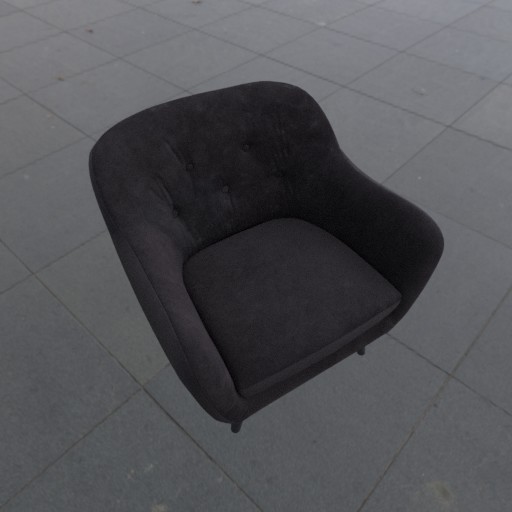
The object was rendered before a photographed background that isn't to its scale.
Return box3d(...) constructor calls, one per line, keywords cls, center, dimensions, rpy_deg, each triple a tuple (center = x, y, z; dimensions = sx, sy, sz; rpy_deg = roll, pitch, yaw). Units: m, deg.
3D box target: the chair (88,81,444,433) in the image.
box3d(cls="chair", center=(0.000, 0.000, 1.466), dimensions=(0.840, 0.807, 0.819), rpy_deg=(-24, 51, -21))
